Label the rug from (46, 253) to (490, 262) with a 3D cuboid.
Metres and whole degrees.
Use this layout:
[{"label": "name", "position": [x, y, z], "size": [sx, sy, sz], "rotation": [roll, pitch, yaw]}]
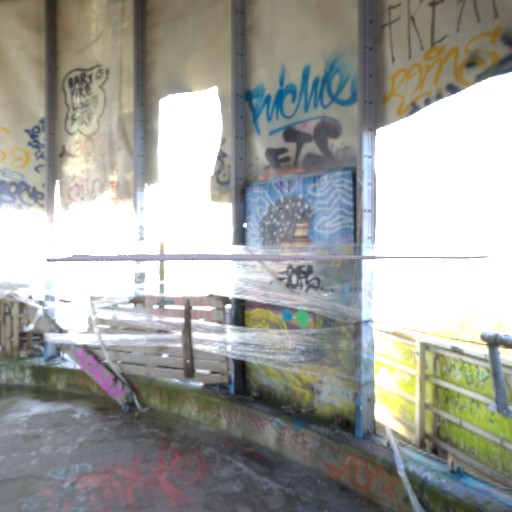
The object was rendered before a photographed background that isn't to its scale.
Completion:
[{"label": "rug", "position": [0.000, 0.000, 2.291], "size": [1.837, 0.025, 1.230], "rotation": [0, 0, -19]}]
